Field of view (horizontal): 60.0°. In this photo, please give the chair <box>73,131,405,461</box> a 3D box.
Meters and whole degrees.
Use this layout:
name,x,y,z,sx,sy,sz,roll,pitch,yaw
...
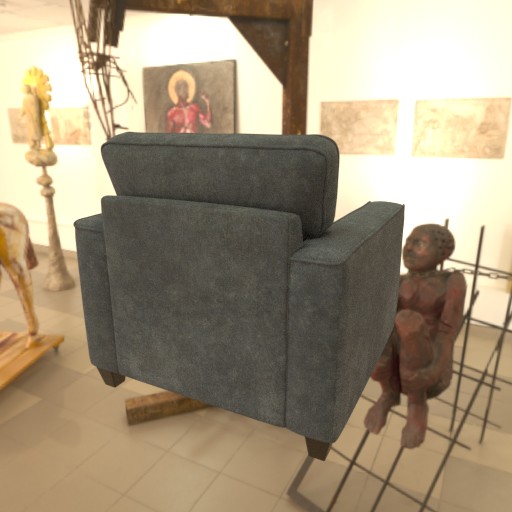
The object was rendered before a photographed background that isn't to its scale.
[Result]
name,x,y,z,sx,sy,sz,roll,pitch,yaw
chair,0.000,0.000,1.779,1.015,0.965,0.939,9,19,26
